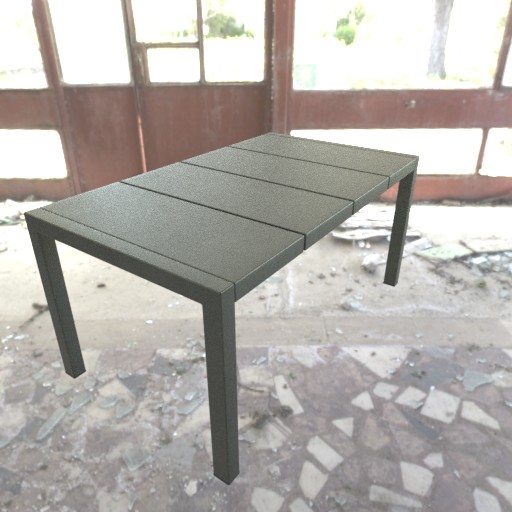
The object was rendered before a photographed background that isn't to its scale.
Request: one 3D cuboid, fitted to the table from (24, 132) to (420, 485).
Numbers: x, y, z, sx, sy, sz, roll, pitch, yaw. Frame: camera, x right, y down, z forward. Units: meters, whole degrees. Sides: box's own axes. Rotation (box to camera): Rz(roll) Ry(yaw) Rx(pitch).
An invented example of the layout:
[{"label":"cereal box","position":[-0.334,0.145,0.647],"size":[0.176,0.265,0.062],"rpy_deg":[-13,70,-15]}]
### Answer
[{"label":"table","position":[0.000,0.000,1.274],"size":[0.559,0.460,0.965],"rpy_deg":[19,33,31]}]
